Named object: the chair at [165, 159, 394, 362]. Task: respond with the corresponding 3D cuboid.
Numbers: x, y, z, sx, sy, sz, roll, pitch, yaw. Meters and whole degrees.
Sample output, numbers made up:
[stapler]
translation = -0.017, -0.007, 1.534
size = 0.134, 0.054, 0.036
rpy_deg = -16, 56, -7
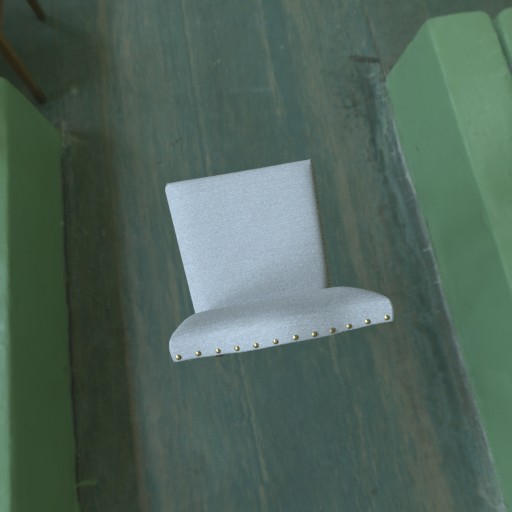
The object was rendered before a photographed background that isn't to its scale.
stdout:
[chair]
translation = 0.000, 0.000, 1.368
size = 0.508, 1.020, 0.620
rpy_deg = -10, 75, -3
